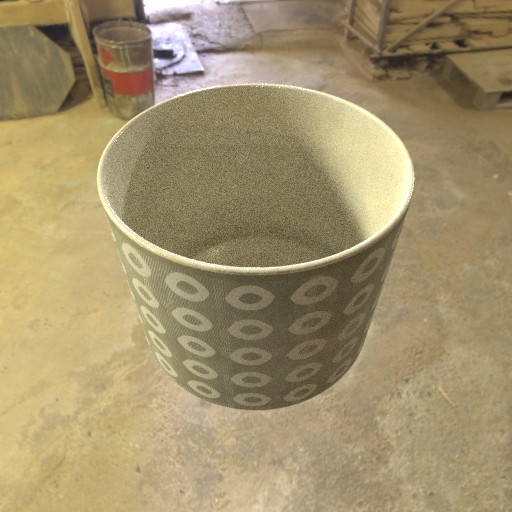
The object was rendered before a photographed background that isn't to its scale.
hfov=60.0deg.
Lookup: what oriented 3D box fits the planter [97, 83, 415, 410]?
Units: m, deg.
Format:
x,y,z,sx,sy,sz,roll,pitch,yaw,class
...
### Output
x,y,z,sx,sy,sz,roll,pitch,yaw,class
0.000,0.000,0.445,0.250,0.239,0.250,0,47,0,planter
